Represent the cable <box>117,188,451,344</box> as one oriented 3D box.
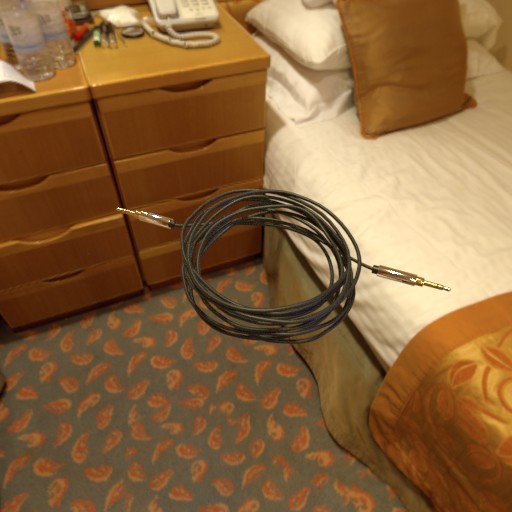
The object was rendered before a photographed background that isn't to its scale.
[{"bbox_3d":[0.000,0.000,0.503,0.432,0.069,0.198,16,48,14],"label":"cable"}]
